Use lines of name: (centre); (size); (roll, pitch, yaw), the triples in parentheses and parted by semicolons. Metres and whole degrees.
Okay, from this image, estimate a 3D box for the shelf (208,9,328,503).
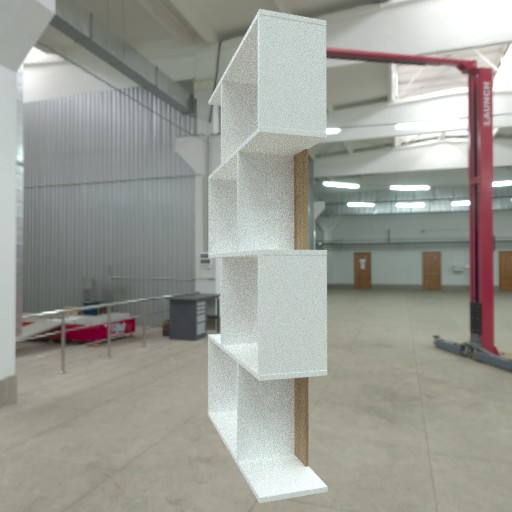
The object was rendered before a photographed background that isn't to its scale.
shelf: (0.000, 0.000, 1.941); (0.250, 1.650, 0.890); (0, -1, -17)
